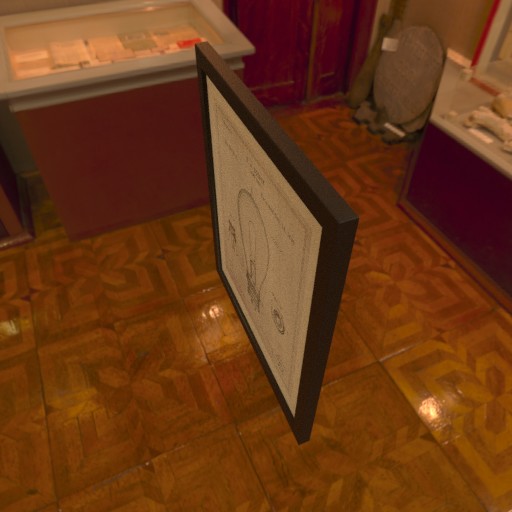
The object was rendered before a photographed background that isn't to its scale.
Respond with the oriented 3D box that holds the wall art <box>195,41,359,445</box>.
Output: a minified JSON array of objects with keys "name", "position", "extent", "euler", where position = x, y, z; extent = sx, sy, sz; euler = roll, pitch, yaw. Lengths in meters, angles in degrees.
[{"name":"wall art","position":[0.000,0.000,0.709],"extent":[0.021,0.509,0.430],"euler":[-17,49,-15]}]
